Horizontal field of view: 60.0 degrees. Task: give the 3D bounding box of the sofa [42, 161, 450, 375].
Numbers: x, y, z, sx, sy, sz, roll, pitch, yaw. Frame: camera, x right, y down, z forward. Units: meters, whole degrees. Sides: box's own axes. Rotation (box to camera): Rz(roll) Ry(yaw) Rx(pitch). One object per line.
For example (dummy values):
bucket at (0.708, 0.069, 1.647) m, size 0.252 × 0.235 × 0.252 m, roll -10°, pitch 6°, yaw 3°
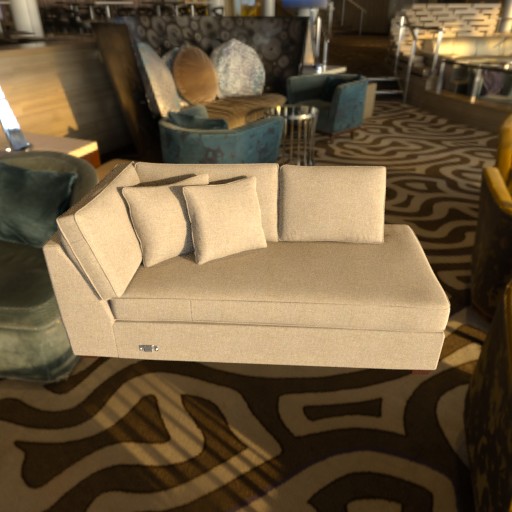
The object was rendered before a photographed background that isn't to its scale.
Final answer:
sofa at (0.000, 0.000, 2.889) m, size 2.238 × 1.019 × 1.110 m, roll 2°, pitch 30°, yaw 3°
